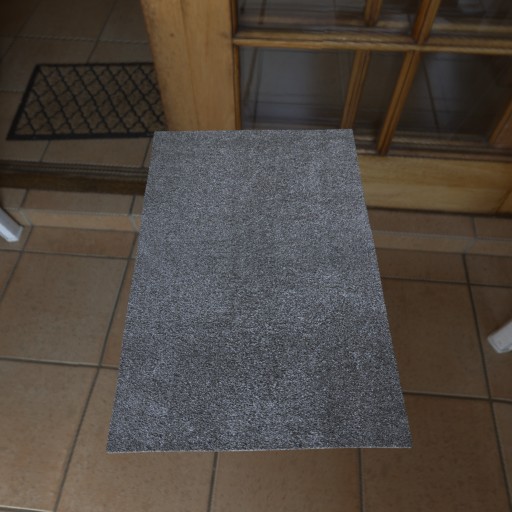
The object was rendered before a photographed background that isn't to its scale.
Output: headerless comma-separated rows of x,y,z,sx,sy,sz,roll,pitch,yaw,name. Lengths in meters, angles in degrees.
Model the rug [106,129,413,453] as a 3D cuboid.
0.000,0.000,3.321,1.802,0.026,2.699,-1,58,-1,rug
